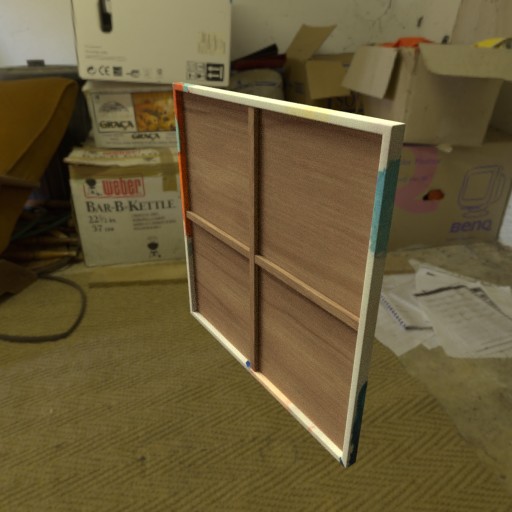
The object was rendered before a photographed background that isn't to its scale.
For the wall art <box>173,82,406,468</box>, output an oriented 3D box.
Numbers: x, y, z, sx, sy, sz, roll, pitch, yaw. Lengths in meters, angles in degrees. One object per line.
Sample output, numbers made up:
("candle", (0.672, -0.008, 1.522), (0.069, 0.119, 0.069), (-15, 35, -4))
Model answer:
("wall art", (0.000, 0.000, 1.498), (0.044, 1.017, 1.017), (-17, 32, -31))
